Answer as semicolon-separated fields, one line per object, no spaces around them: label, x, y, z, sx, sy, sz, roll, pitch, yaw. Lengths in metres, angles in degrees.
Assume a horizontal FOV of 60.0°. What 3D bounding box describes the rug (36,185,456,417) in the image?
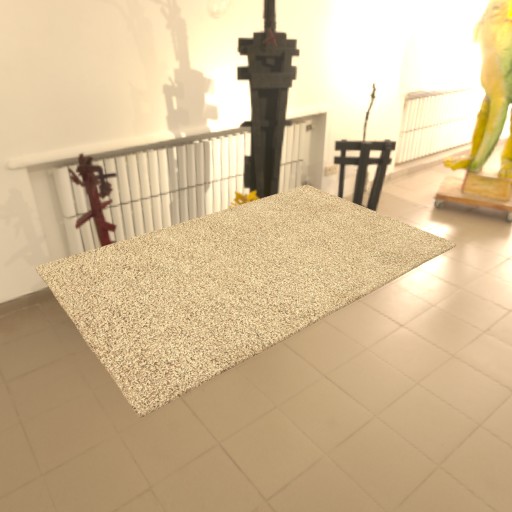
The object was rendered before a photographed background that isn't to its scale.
rug;0.000;0.000;3.002;2.438;0.030;1.524;-21;36;-33
